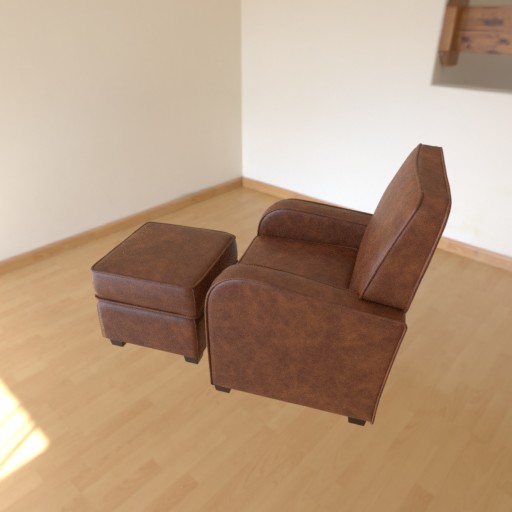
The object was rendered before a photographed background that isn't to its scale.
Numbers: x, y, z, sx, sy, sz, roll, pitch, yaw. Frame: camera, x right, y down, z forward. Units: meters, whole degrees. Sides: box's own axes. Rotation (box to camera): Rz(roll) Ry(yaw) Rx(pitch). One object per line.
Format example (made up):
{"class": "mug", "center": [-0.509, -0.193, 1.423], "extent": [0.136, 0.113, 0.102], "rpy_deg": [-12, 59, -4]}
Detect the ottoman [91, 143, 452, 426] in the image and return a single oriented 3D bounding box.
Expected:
{"class": "ottoman", "center": [0.000, 0.000, 1.829], "extent": [1.314, 0.904, 0.732], "rpy_deg": [9, 31, 15]}
